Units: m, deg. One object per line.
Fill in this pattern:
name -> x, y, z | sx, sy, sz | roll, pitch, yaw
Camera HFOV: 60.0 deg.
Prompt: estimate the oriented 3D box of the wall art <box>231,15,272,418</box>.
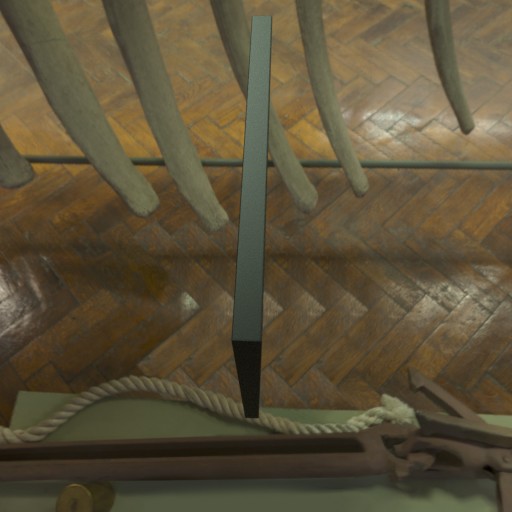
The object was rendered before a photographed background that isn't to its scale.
wall art -> 0.000, 0.000, 0.753 | 0.028, 0.559, 0.457 | 2, 63, 1
